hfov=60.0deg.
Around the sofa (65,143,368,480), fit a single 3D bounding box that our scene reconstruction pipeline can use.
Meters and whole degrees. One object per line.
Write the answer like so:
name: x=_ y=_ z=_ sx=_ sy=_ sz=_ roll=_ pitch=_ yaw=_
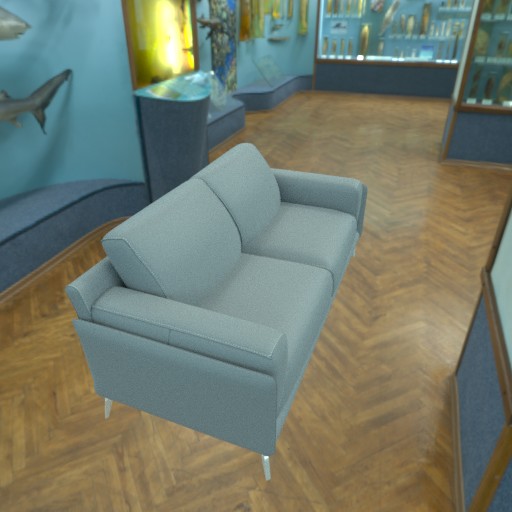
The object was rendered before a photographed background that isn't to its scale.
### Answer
sofa: x=0.000 y=0.000 z=2.628 sx=0.969 sy=0.900 sz=2.100 roll=11 pitch=32 yaw=18
